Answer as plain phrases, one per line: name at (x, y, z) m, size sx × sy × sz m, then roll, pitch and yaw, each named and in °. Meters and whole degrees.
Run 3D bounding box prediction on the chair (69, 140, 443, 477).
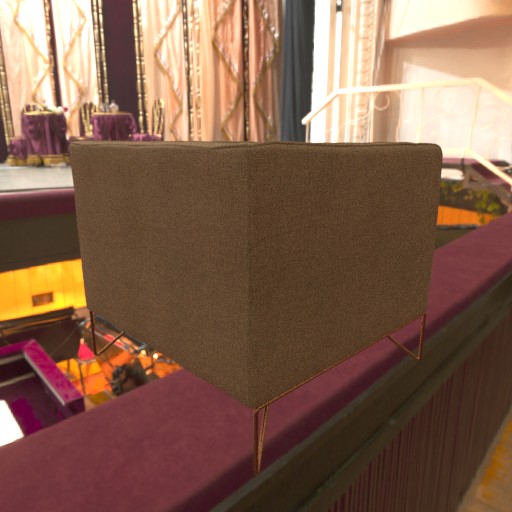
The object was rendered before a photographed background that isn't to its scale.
chair at (0.000, 0.000, 1.578) m, size 0.912 × 0.799 × 0.920 m, roll -14°, pitch 20°, yaw -42°
